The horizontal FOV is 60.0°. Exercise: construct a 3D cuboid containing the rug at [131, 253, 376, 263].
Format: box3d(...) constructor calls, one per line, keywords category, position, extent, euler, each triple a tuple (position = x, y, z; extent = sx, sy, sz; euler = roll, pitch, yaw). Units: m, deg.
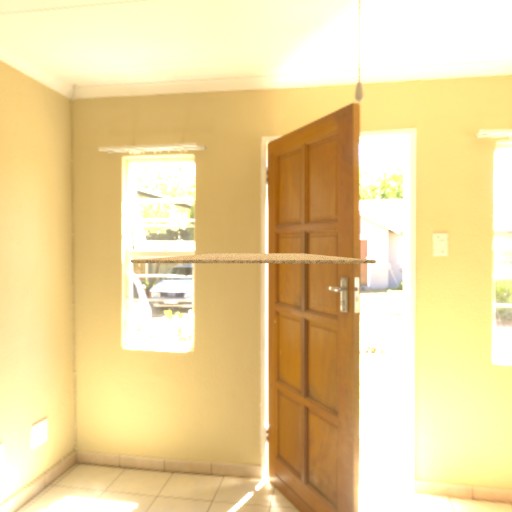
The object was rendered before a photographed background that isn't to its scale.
box3d(category="rug", position=(0.000, 0.000, 2.641), extent=(0.807, 0.013, 2.436), euler=(0, 1, 0))
